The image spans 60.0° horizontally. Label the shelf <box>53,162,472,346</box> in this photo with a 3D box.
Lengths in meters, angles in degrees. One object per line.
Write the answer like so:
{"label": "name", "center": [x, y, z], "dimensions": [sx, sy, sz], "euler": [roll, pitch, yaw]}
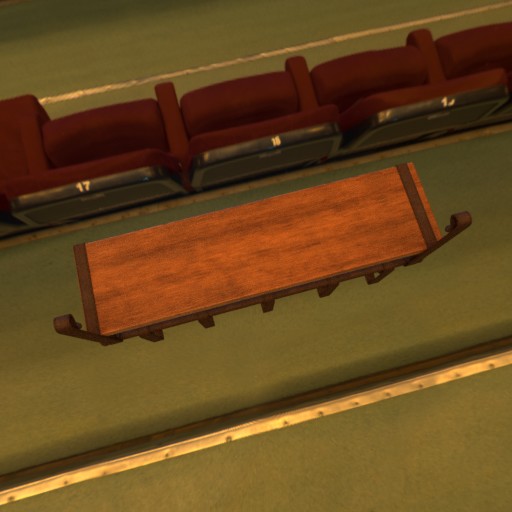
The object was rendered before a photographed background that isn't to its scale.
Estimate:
{"label": "shelf", "center": [0.000, 0.000, 0.719], "dimensions": [0.567, 0.330, 0.146], "euler": [-14, 75, -4]}
